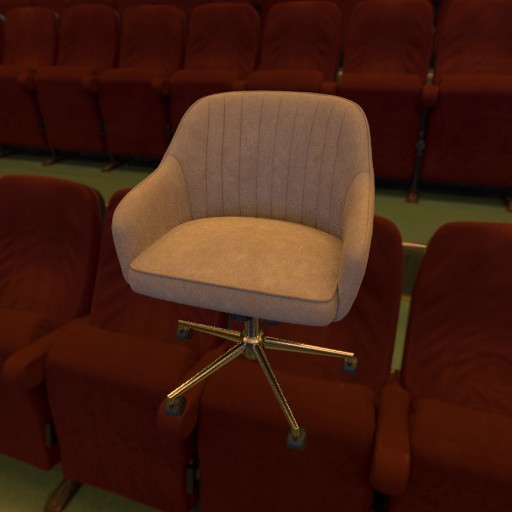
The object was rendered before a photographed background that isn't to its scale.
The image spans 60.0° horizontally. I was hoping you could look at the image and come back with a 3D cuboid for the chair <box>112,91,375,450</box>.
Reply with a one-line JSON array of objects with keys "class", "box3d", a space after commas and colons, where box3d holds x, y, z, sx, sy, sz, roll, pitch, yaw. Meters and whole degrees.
[{"class": "chair", "box3d": [0.000, 0.000, 1.270, 0.635, 0.831, 0.573, 8, 28, 16]}]
